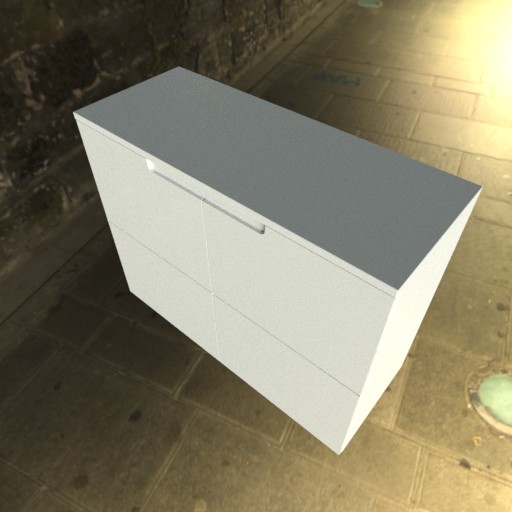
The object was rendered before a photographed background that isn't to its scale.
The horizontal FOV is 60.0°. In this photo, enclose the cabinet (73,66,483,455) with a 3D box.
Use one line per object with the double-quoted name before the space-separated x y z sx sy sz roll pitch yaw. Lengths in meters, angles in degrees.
"cabinet" 0.000 0.000 1.403 1.000 0.800 0.400 31 53 27
